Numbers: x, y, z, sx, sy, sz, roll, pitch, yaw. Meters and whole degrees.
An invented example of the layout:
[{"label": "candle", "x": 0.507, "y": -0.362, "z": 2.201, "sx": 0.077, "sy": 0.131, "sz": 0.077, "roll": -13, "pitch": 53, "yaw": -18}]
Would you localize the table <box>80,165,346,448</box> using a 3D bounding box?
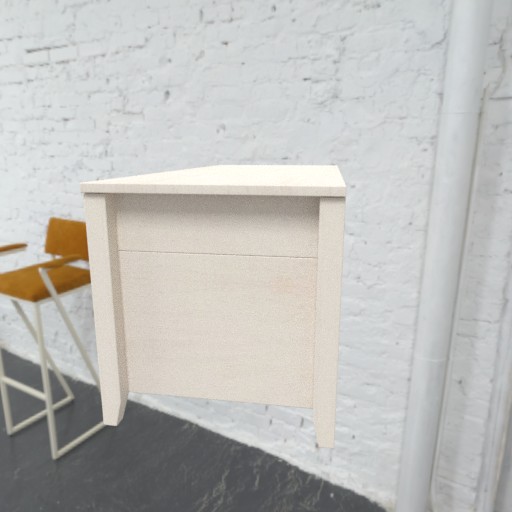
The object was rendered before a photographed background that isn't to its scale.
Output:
[{"label": "table", "x": 0.000, "y": 0.000, "z": 1.280, "sx": 0.457, "sy": 0.483, "sz": 1.016, "roll": 2, "pitch": 14, "yaw": 9}]
